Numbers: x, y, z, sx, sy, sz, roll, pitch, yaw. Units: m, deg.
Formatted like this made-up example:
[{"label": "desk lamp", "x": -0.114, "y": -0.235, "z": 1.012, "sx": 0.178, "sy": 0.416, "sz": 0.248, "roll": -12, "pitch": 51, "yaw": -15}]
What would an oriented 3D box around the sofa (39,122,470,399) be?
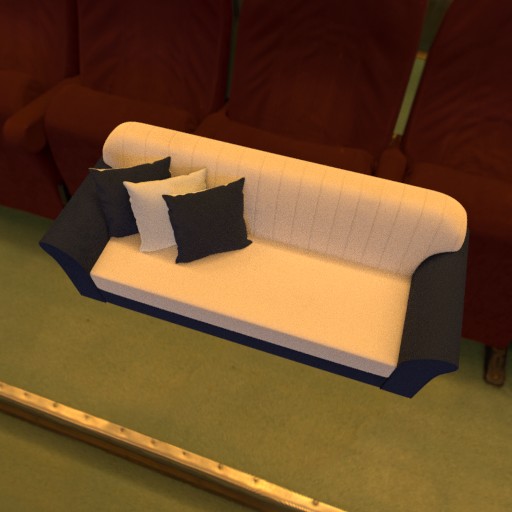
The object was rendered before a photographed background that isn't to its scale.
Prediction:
[{"label": "sofa", "x": 0.000, "y": 0.000, "z": 2.326, "sx": 2.006, "sy": 0.789, "sz": 0.749, "roll": 15, "pitch": 58, "yaw": 10}]
